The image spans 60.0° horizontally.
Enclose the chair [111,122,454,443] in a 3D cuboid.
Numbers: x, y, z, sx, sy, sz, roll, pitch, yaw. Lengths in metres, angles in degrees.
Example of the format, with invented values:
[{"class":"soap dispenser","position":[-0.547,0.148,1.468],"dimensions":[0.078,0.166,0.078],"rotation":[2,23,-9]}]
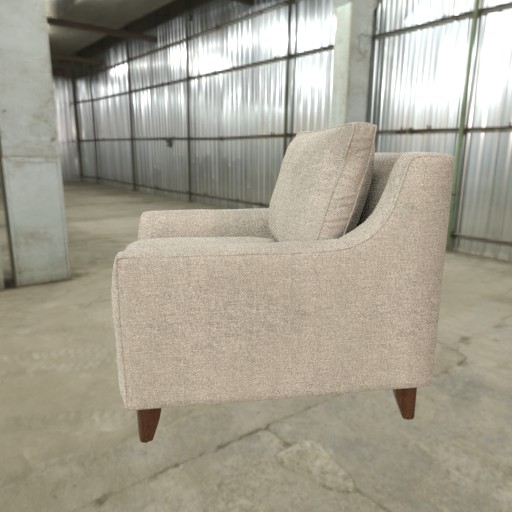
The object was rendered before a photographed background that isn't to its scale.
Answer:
[{"class":"chair","position":[0.000,0.000,1.535],"dimensions":[0.918,0.864,0.838],"rotation":[-2,13,-9]}]
